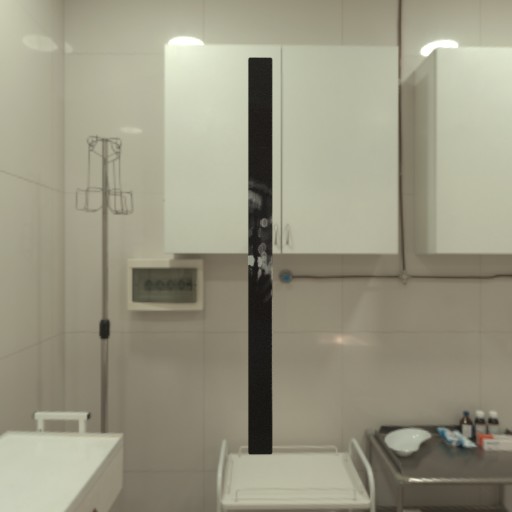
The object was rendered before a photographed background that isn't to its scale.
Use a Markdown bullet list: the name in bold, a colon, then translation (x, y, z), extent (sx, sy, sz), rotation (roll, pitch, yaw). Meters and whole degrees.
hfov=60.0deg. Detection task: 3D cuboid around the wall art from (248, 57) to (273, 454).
- **wall art**: translation (0.000, 0.000, 1.135), extent (0.038, 0.609, 0.914), rotation (0, 0, -1)
